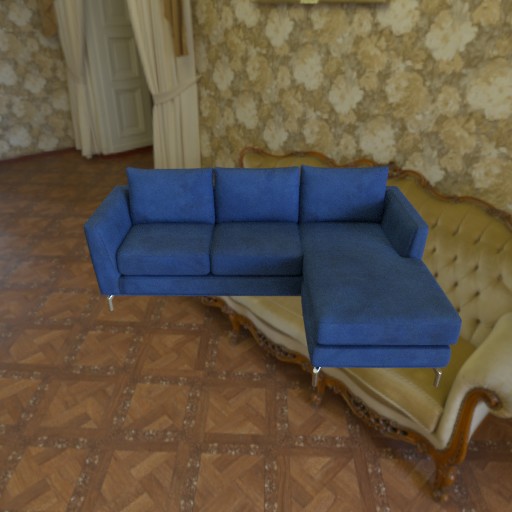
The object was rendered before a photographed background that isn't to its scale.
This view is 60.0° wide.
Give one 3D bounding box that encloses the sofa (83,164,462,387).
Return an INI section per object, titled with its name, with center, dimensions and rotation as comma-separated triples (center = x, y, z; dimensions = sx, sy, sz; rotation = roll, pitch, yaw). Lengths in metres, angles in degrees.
[sofa]
center = 0.000, 0.000, 3.249
dimensions = 2.438, 0.987, 1.622
rotation = 0, 29, 0
